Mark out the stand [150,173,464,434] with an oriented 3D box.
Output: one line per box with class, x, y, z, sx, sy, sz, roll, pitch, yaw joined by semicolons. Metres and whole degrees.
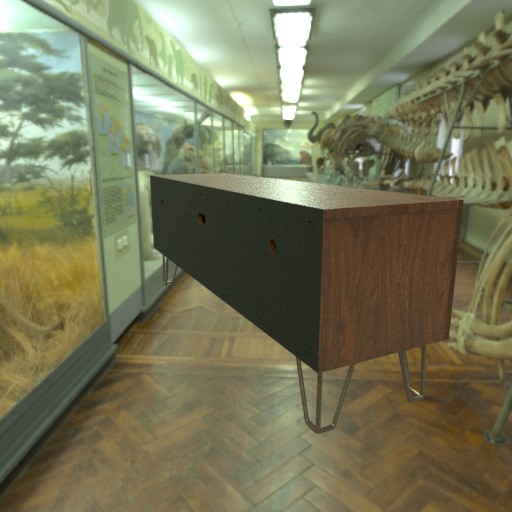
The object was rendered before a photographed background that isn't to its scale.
stand;0.000;0.000;1.877;0.481;0.610;1.626;-7;15;-26
